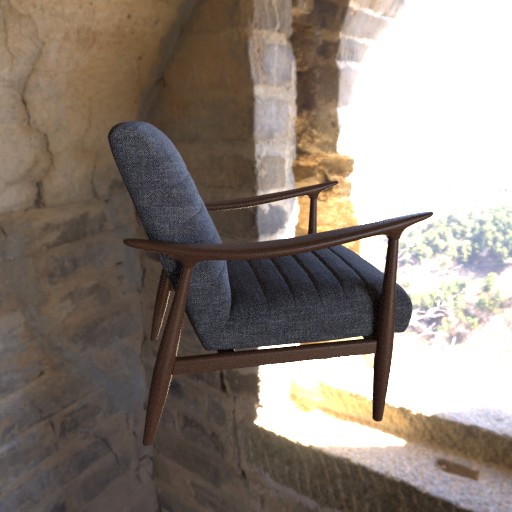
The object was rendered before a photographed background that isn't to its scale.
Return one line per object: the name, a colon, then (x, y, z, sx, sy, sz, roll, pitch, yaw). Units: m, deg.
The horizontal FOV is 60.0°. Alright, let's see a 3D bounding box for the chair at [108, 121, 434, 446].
chair: (0.000, 0.000, 1.426, 0.798, 0.832, 0.741, -3, 17, -11)
